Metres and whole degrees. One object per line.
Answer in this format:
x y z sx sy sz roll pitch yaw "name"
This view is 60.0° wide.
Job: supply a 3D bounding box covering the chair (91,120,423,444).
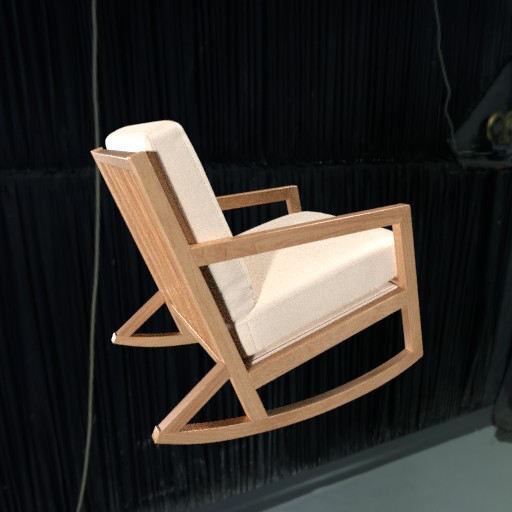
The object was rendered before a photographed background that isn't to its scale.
0.000 0.000 1.396 0.857 0.790 0.622 -7 16 -26 "chair"
